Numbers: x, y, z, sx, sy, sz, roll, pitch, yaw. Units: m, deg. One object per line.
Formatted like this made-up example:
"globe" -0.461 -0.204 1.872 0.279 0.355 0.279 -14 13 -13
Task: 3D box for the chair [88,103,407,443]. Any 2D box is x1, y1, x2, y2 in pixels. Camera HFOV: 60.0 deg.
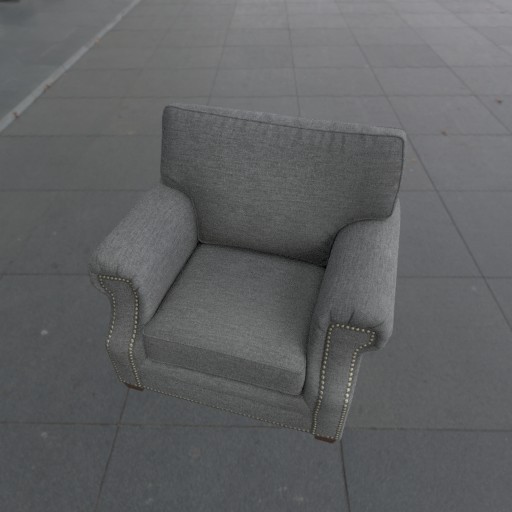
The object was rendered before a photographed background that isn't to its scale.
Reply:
"chair" 0.000 0.000 1.809 1.092 0.961 0.965 11 41 12
